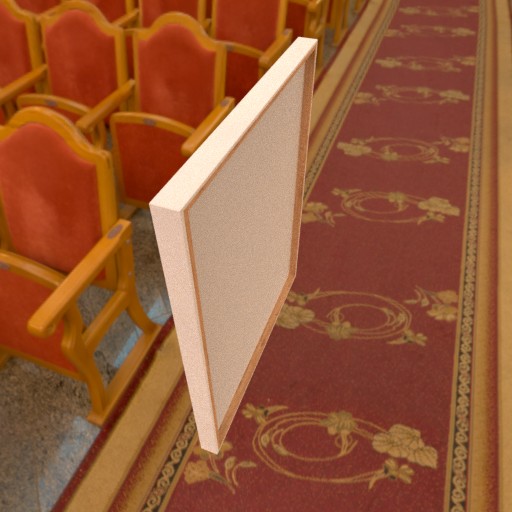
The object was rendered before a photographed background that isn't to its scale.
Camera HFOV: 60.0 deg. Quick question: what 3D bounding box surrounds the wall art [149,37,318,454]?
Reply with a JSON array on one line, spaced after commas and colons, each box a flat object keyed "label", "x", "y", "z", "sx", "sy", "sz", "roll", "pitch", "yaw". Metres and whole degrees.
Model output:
[{"label": "wall art", "x": 0.000, "y": 0.000, "z": 0.822, "sx": 0.037, "sy": 0.606, "sz": 0.508, "roll": 15, "pitch": 47, "yaw": 15}]
